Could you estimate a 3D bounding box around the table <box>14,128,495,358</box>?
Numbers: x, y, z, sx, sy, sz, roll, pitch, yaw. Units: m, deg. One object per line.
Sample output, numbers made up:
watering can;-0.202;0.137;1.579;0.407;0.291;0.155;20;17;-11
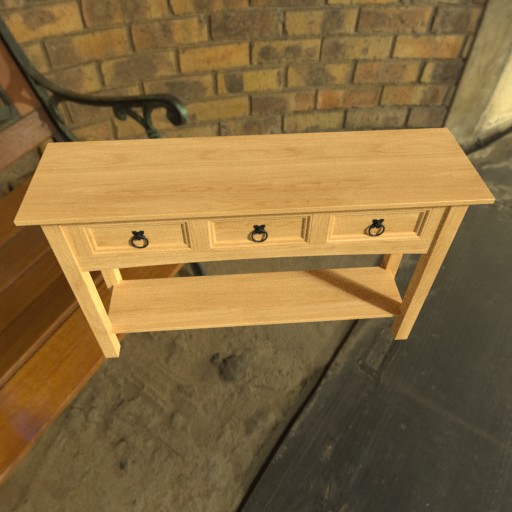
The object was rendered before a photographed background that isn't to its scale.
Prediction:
table;0.000;0.000;1.523;1.240;0.730;0.350;-3;48;-3
